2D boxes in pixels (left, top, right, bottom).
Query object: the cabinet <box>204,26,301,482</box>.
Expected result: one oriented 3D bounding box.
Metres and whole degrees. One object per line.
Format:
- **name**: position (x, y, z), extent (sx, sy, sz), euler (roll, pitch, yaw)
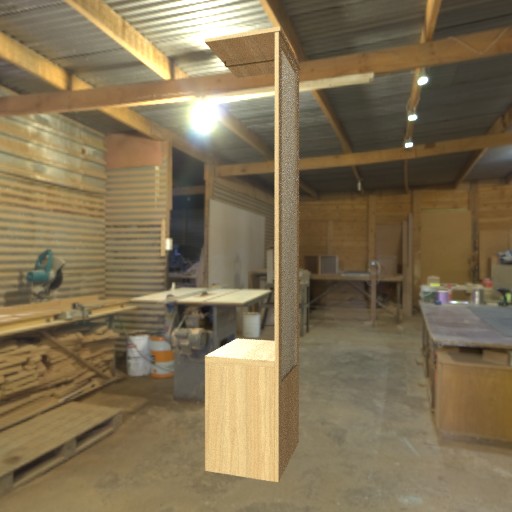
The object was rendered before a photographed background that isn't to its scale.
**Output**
- **cabinet**: position (0.000, 0.000, 2.064), extent (0.338, 1.879, 0.411), euler (0, 1, 17)
